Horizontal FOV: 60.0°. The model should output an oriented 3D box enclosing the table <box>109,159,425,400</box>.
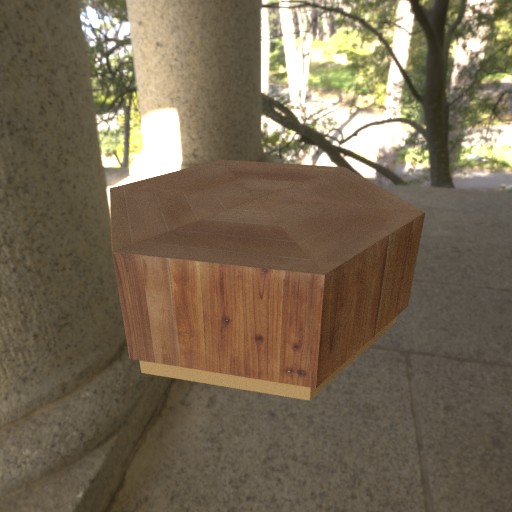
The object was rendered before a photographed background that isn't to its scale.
[{"bbox_3d":[0.000,0.000,1.690,1.000,0.456,1.154,-8,28,-15],"label":"table"}]
